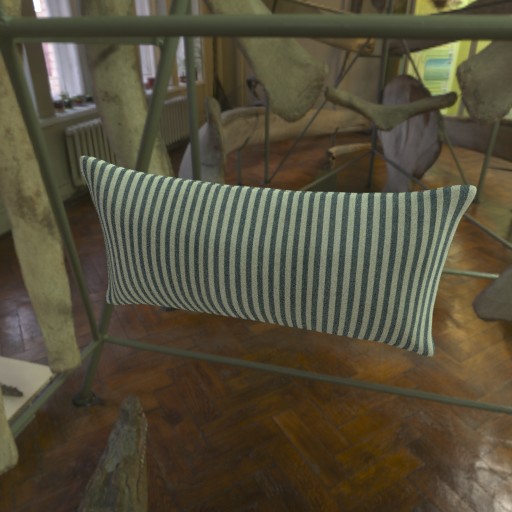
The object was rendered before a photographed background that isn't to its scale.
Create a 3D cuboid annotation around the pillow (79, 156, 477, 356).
[{"bbox_3d":[0.000,0.000,0.736,0.617,0.295,0.151,7,28,14],"label":"pillow"}]
